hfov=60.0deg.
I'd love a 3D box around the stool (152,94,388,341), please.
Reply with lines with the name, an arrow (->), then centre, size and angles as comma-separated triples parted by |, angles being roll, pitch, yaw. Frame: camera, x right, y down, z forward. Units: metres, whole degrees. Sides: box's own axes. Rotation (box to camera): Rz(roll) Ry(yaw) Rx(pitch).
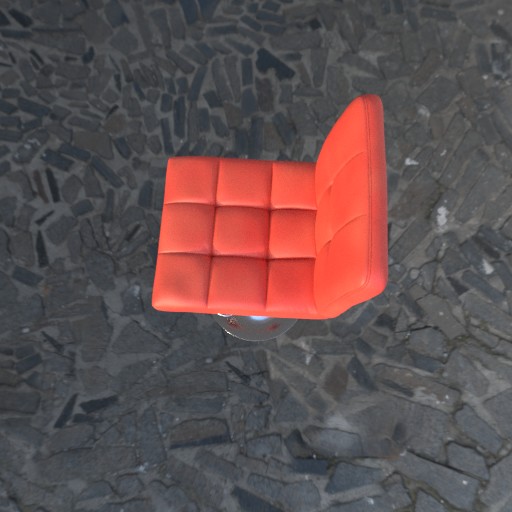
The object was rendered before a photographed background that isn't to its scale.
stool -> 0.000, 0.000, 1.368 | 0.505, 1.115, 0.430 | 3, 74, 1
